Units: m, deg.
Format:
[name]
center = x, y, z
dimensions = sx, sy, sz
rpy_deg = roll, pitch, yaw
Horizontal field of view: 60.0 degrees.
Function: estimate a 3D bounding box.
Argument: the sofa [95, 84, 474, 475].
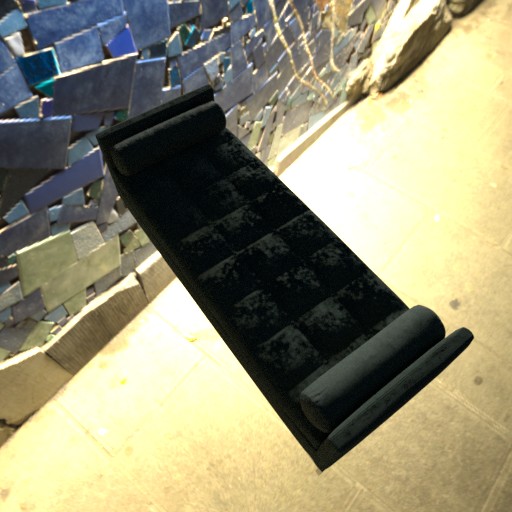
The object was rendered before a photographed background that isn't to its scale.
[sofa]
center = 0.000, 0.000, 2.453
dimensions = 0.797, 0.657, 2.102
rpy_deg = -32, 63, -18
